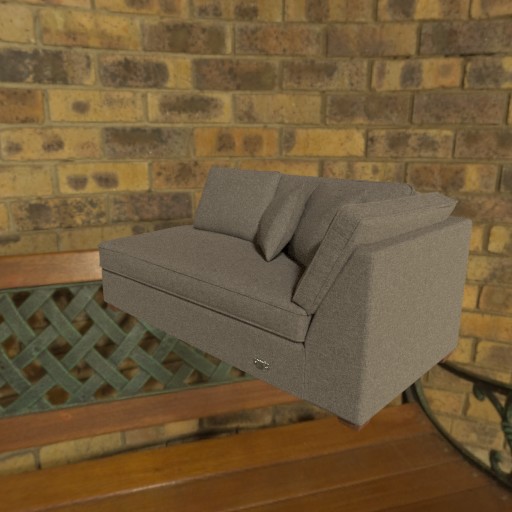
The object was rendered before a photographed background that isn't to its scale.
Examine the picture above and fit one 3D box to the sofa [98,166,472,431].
[{"bbox_3d":[0.000,0.000,2.848,2.237,1.033,1.110,14,20,42],"label":"sofa"}]
